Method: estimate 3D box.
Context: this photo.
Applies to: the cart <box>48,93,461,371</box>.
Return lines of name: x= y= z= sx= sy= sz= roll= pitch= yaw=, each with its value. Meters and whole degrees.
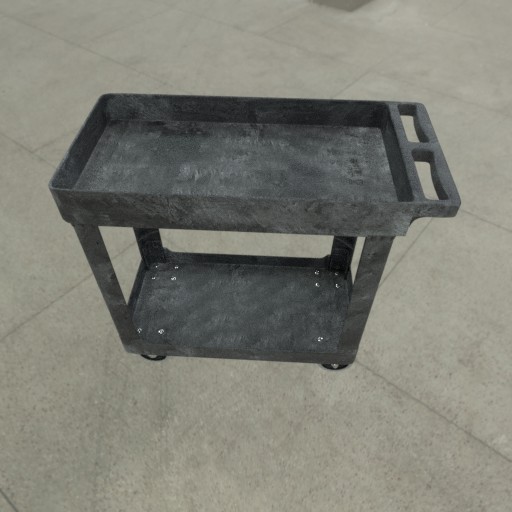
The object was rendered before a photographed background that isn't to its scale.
cart: x=0.000 y=0.000 z=1.365 sx=0.877 sy=0.824 sz=0.420 roll=2 pitch=48 yaw=2
